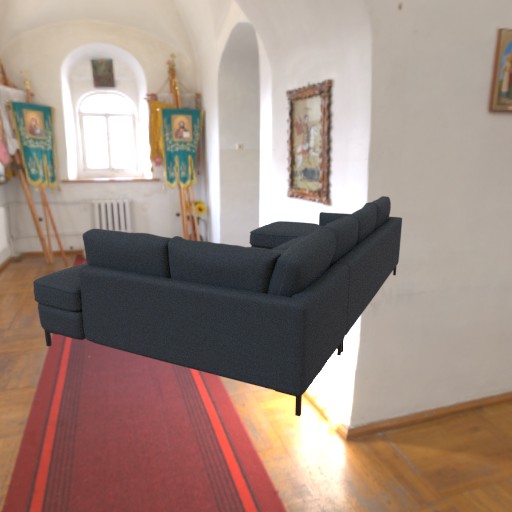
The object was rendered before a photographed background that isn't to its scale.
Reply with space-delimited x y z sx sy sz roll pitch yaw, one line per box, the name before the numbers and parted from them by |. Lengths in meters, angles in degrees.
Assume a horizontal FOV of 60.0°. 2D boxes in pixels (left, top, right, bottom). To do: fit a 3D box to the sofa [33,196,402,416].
sofa | 0.000 0.000 3.863 1.984 0.858 2.975 7 16 26
